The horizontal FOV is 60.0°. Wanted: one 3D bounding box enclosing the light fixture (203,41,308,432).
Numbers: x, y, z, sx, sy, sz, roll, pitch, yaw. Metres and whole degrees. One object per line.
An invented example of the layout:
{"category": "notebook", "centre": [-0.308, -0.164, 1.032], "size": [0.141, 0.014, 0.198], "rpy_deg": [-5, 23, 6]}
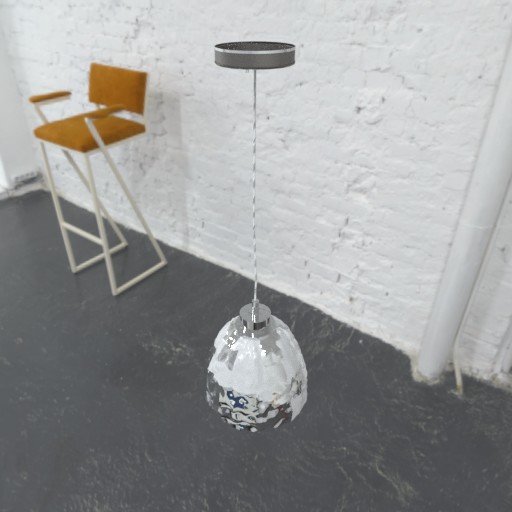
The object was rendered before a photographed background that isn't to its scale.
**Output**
{"category": "light fixture", "centre": [0.000, 0.000, 1.754], "size": [0.500, 1.511, 0.496], "rpy_deg": [8, 32, 13]}
